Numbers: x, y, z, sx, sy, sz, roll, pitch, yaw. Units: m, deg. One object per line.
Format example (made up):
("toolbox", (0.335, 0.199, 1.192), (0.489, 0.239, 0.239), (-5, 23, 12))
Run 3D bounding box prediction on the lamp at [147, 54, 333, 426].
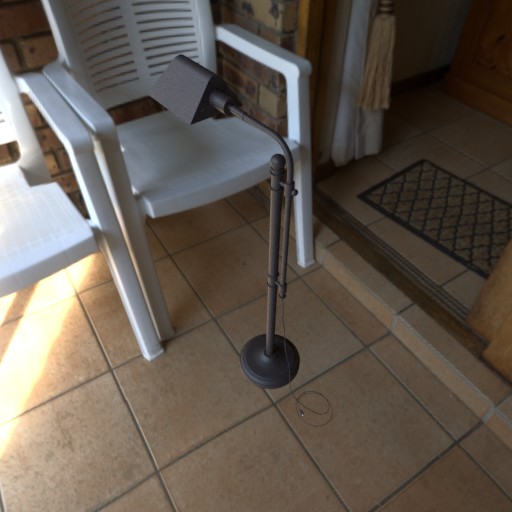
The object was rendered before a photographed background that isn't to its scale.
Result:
("lamp", (0.000, 0.000, 0.956), (0.159, 0.708, 0.545), (-29, 52, -26))
